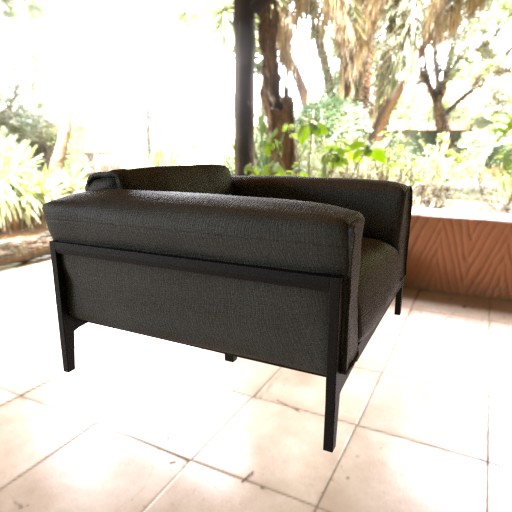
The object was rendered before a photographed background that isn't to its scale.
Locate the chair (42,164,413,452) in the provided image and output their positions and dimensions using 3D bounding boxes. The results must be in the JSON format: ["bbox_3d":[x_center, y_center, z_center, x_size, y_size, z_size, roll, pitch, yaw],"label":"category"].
[{"bbox_3d":[0.000,0.000,1.628,0.969,0.646,1.056,7,15,26],"label":"chair"}]
